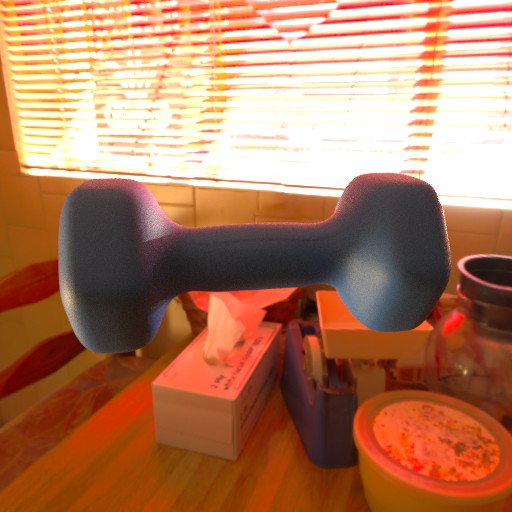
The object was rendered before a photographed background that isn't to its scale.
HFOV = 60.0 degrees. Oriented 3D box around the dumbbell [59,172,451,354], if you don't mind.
[{"bbox_3d":[0.000,0.000,0.264,0.212,0.093,0.103,-2,18,-8],"label":"dumbbell"}]
